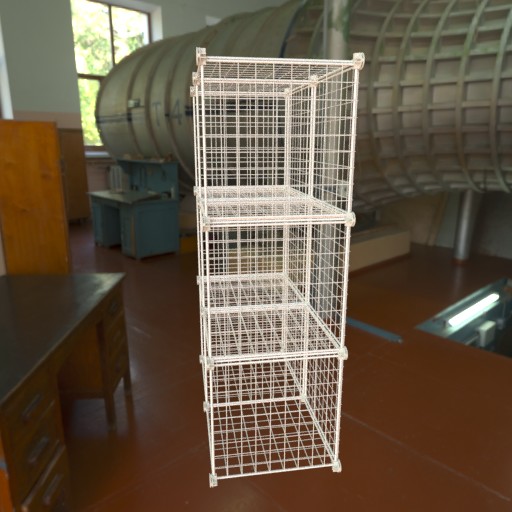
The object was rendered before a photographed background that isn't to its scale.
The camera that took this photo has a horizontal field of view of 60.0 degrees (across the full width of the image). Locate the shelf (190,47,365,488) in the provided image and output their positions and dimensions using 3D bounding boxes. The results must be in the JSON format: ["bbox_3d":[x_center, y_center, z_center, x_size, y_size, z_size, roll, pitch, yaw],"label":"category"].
[{"bbox_3d":[0.000,0.000,1.389,0.356,1.067,0.711,-2,15,-9],"label":"shelf"}]
